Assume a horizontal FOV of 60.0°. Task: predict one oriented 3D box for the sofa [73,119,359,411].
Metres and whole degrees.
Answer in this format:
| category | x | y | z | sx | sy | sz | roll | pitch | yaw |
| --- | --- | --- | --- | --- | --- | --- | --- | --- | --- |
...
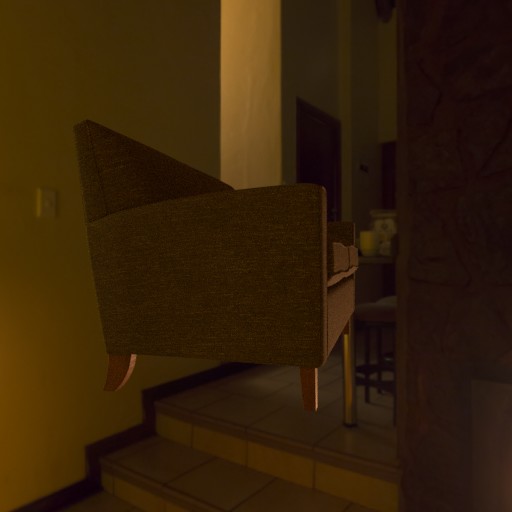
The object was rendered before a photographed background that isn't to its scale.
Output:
| category | x | y | z | sx | sy | sz | roll | pitch | yaw |
| --- | --- | --- | --- | --- | --- | --- | --- | --- | --- |
| sofa | 0.000 | 0.000 | 2.042 | 0.867 | 0.905 | 1.509 | 0 | 0 | 16 |
